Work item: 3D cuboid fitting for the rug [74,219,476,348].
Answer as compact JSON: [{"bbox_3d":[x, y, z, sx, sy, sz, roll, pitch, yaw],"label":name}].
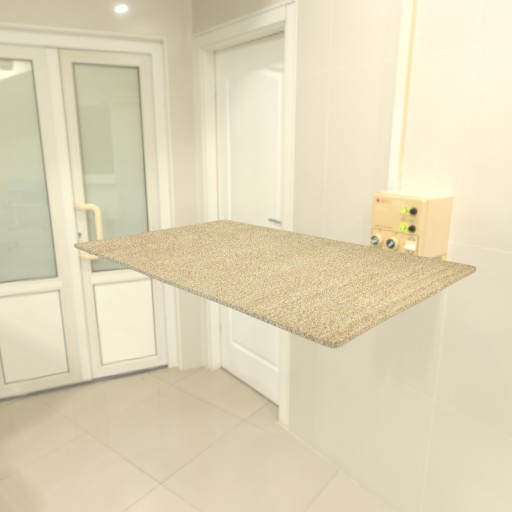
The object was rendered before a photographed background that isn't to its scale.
[{"bbox_3d":[0.000,0.000,2.992,1.500,0.025,2.349,-14,20,-43],"label":"rug"}]
